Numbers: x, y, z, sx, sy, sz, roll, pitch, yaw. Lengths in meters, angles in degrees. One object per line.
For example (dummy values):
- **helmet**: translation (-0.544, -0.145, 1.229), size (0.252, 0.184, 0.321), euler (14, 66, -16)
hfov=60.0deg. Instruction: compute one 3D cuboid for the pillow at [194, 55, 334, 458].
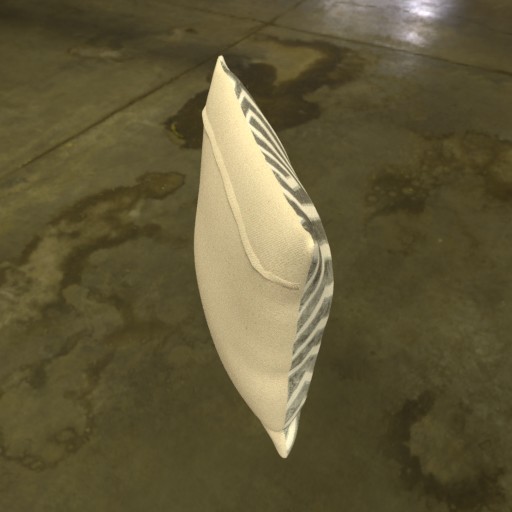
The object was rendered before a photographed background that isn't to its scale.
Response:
- **pillow**: translation (0.000, 0.000, 0.665), size (0.182, 0.441, 0.440), euler (-10, 46, -10)
